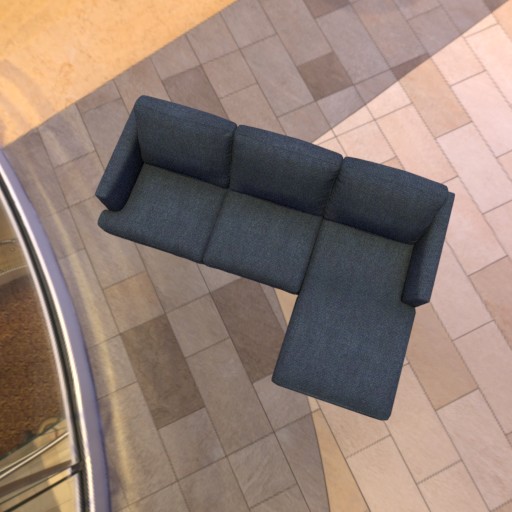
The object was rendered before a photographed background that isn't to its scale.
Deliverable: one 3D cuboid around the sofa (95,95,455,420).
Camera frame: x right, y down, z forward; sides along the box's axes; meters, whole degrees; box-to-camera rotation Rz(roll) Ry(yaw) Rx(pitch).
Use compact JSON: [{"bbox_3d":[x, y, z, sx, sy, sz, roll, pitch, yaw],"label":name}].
[{"bbox_3d":[0.000,0.000,2.978,2.233,0.956,1.504,18,77,4],"label":"sofa"}]
